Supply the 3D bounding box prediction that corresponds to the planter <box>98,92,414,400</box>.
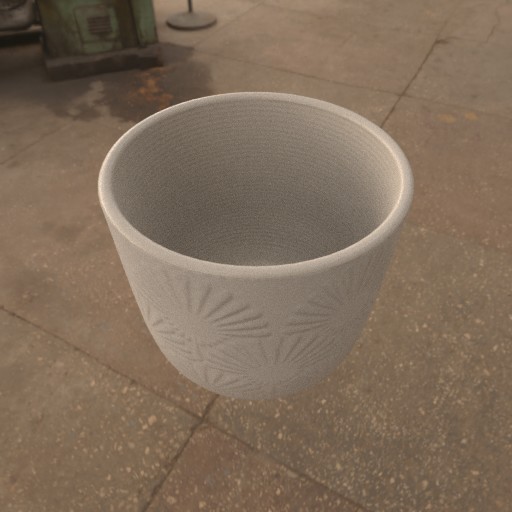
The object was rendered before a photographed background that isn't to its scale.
[{"bbox_3d":[0.000,0.000,0.216,0.124,0.109,0.124,0,46,0],"label":"planter"}]
